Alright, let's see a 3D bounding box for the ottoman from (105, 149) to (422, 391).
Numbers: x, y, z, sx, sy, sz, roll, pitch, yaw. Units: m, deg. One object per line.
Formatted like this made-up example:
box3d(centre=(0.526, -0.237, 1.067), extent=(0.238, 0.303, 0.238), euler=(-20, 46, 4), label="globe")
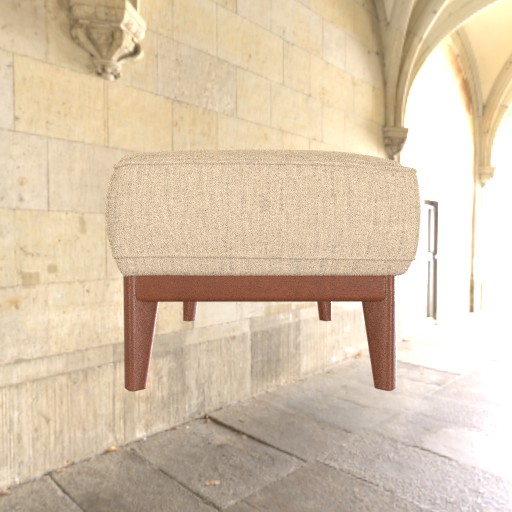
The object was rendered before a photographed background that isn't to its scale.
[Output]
box3d(centre=(0.000, 0.000, 1.163), extent=(0.594, 0.465, 0.794), euler=(0, 2, 0), label="ottoman")
